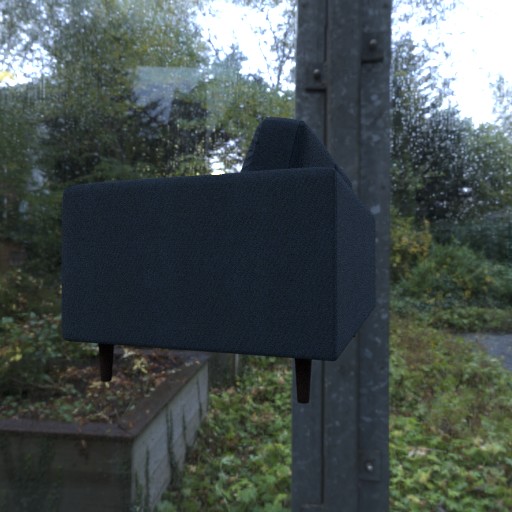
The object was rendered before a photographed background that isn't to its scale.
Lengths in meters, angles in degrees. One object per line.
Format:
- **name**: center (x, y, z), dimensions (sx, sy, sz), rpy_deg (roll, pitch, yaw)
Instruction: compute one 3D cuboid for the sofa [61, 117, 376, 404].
- **sofa**: center (0.000, 0.000, 2.115), dimensions (0.999, 0.930, 1.518), rpy_deg (0, 0, 19)
